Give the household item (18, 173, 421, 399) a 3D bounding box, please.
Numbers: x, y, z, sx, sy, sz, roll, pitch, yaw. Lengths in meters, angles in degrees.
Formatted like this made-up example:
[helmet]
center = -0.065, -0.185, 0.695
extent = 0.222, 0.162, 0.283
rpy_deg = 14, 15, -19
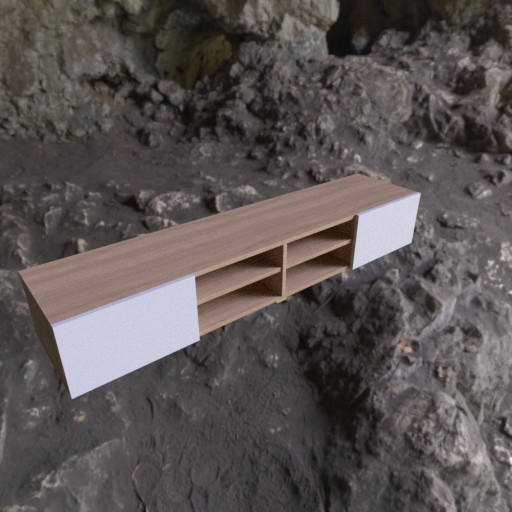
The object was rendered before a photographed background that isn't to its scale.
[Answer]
[household item]
center = 0.000, 0.000, 2.027
extent = 1.850, 0.310, 0.420
rpy_deg = -20, 34, -33
